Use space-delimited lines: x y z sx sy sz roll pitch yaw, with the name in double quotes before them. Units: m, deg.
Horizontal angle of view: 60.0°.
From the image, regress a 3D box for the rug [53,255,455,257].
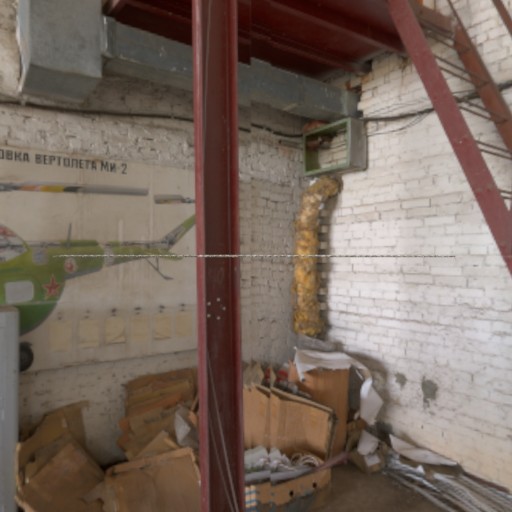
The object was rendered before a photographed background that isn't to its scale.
"rug" 0.000 0.000 3.986 2.312 0.013 2.940 0 0 1
